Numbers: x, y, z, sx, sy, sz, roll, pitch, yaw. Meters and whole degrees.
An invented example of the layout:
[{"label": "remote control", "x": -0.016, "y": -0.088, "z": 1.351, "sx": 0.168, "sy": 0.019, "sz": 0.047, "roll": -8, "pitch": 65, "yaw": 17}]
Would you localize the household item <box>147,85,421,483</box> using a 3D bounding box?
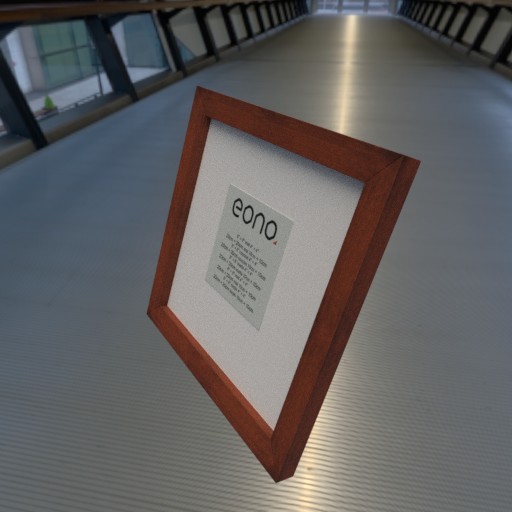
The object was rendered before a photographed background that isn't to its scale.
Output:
[{"label": "household item", "x": 0.000, "y": 0.000, "z": 0.383, "sx": 0.131, "sy": 0.240, "sz": 0.240, "roll": -20, "pitch": 37, "yaw": -29}]
